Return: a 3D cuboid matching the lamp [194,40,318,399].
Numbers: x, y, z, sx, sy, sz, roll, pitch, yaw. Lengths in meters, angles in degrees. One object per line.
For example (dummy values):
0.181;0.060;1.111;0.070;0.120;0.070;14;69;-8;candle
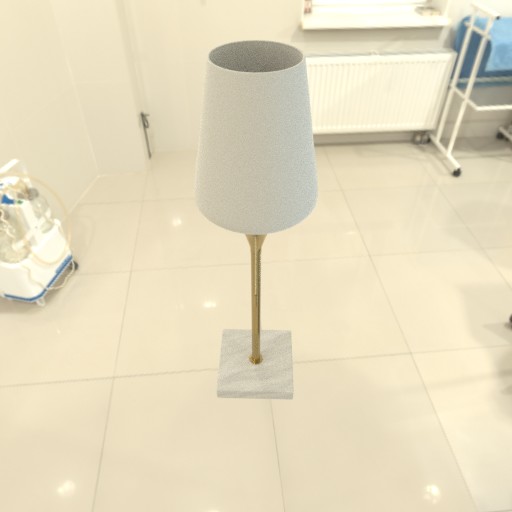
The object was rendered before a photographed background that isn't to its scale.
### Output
0.000;0.000;0.736;0.181;0.639;0.181;1;42;1;lamp
